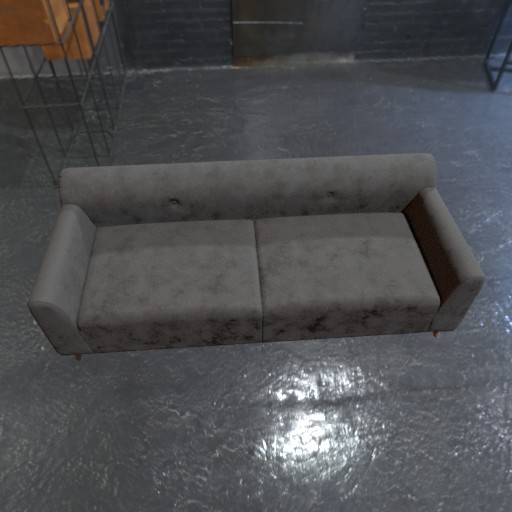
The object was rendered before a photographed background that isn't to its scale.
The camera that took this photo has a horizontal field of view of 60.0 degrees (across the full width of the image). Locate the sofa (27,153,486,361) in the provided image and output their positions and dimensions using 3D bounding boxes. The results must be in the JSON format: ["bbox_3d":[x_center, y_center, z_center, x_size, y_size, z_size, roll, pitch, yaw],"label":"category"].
[{"bbox_3d":[0.000,0.000,2.544,2.190,0.740,0.900,-3,47,-3],"label":"sofa"}]
